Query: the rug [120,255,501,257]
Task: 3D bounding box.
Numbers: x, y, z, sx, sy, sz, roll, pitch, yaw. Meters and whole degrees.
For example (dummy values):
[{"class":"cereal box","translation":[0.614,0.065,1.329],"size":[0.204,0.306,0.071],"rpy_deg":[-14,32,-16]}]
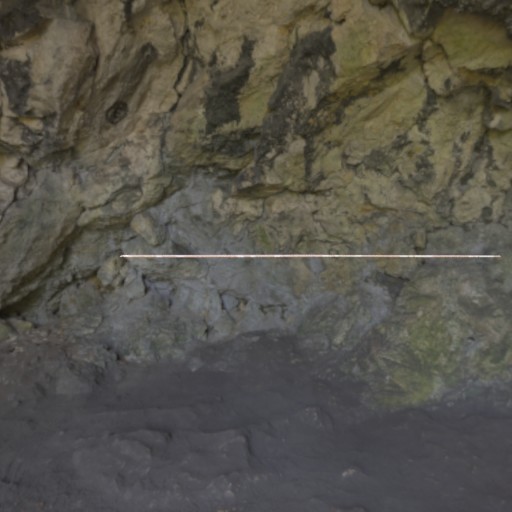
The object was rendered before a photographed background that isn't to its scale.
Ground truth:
[{"class":"rug","translation":[0.000,0.000,4.222],"size":[2.452,0.020,3.365],"rpy_deg":[0,0,-18]}]
